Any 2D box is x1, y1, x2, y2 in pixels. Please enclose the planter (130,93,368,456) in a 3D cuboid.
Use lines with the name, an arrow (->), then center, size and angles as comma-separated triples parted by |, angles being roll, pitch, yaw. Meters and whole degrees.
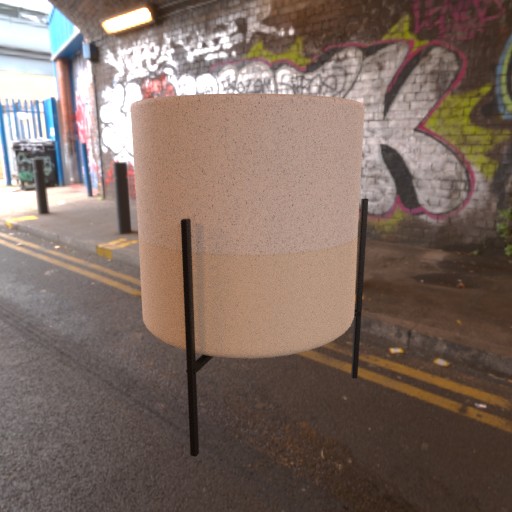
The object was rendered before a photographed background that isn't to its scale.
planter -> 0.000, 0.000, 0.655 | 0.335, 0.423, 0.313 | -2, 14, -8
